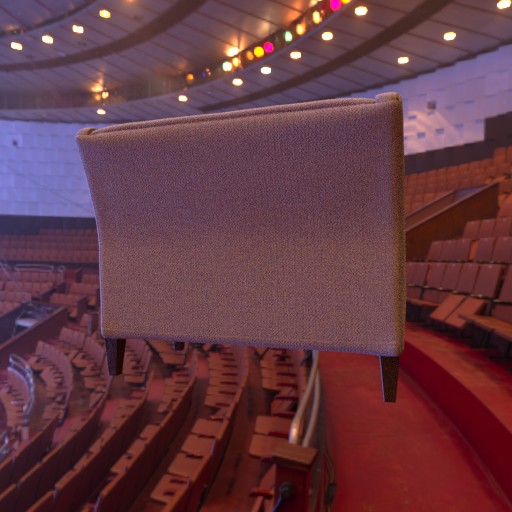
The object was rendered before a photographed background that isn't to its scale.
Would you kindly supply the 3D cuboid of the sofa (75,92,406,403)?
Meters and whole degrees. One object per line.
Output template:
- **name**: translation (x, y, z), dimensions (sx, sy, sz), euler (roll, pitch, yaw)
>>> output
- **sofa**: translation (0.000, 0.000, 1.938), dimensions (1.242, 1.022, 0.870), euler (0, -1, 18)
